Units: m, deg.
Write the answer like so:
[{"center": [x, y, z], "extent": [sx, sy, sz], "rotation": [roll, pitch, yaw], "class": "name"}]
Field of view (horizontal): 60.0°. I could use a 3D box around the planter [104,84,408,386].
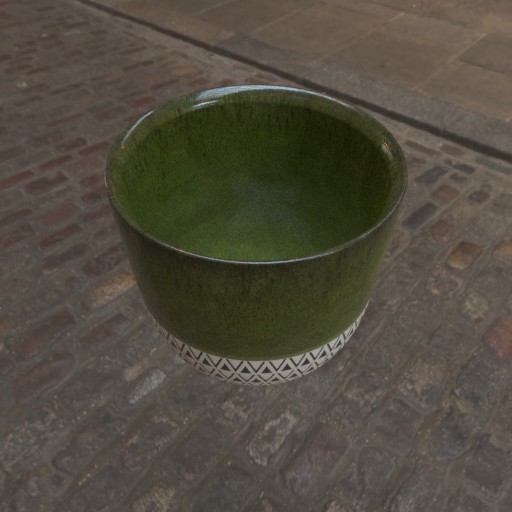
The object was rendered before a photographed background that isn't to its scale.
[{"center": [0.000, 0.000, 0.495], "extent": [0.266, 0.270, 0.266], "rotation": [0, 47, 0], "class": "planter"}]
